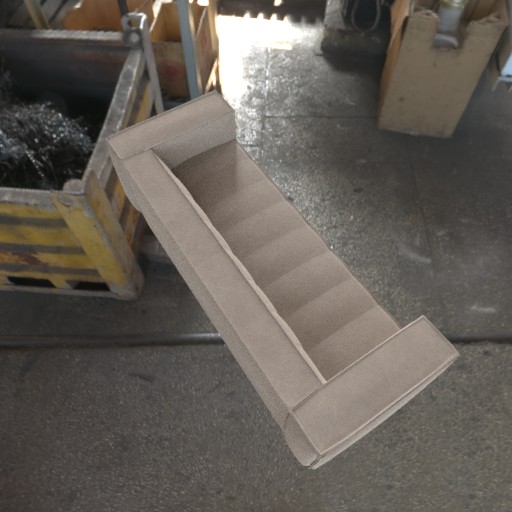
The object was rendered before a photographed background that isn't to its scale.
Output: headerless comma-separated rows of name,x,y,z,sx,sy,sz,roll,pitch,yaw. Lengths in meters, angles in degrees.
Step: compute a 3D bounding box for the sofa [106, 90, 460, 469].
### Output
sofa,0.000,0.000,3.165,1.038,0.680,2.697,-29,63,-17
